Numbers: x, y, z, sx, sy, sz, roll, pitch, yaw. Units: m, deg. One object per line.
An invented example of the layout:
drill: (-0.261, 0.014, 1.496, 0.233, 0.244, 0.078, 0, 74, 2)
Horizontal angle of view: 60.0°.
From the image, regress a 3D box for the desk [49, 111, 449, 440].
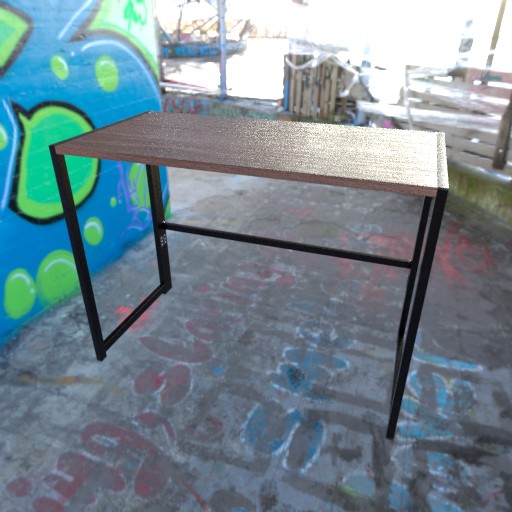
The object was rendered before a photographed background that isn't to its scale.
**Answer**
desk: (0.000, 0.000, 1.443, 1.016, 0.762, 0.508, 10, 30, 17)
